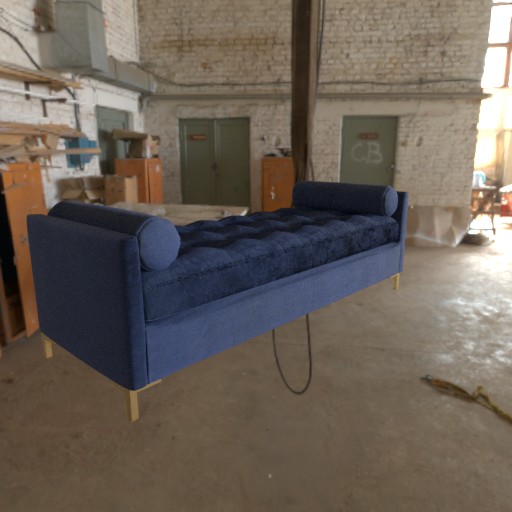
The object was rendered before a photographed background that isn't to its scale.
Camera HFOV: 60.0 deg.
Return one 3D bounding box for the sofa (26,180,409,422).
[{"bbox_3d":[0.000,0.000,2.440,0.796,0.705,2.102,12,18,41],"label":"sofa"}]
